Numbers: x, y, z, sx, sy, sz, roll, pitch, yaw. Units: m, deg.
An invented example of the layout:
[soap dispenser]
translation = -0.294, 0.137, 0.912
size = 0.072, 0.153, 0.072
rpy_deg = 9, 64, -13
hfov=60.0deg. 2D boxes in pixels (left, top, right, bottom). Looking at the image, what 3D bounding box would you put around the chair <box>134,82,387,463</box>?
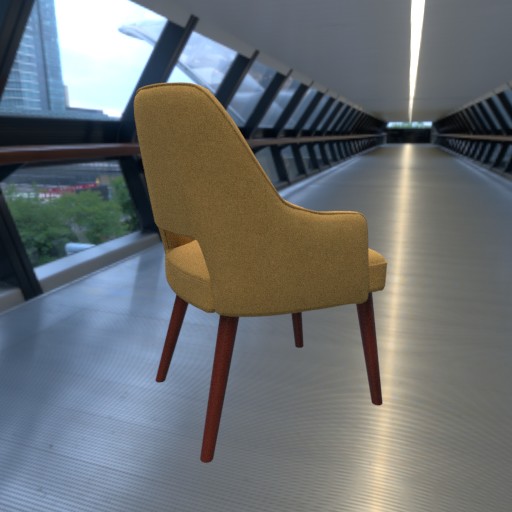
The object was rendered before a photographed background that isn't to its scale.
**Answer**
[chair]
translation = 0.000, 0.000, 1.230
size = 0.605, 0.849, 0.548
rpy_deg = -7, 16, -26
